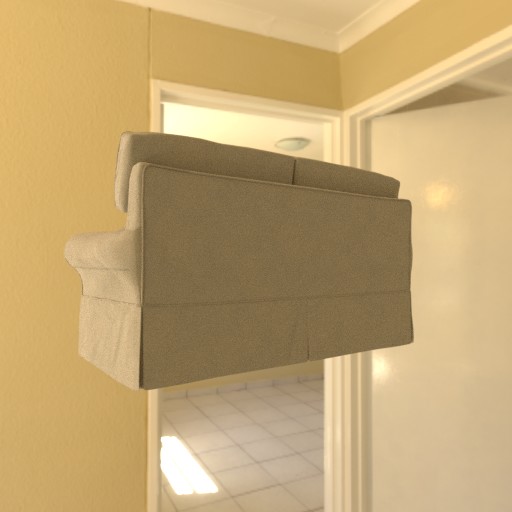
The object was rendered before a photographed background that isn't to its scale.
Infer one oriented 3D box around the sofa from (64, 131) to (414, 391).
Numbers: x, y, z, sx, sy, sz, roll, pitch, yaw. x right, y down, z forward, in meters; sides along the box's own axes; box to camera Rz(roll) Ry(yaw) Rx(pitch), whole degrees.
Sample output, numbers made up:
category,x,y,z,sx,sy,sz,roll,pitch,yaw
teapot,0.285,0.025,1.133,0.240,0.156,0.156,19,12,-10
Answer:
category,x,y,z,sx,sy,sz,roll,pitch,yaw
sofa,0.000,0.000,2.433,1.823,1.024,0.841,1,-1,-36
